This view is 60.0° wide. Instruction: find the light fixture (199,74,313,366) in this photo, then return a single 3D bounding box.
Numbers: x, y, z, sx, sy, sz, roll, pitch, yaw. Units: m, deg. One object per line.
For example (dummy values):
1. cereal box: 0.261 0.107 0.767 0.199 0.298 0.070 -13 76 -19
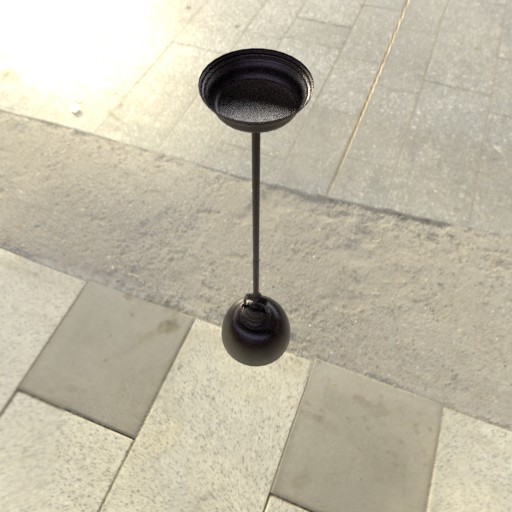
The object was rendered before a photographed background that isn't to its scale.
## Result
1. light fixture: 0.000 0.000 0.847 0.182 0.768 0.182 16 59 10
